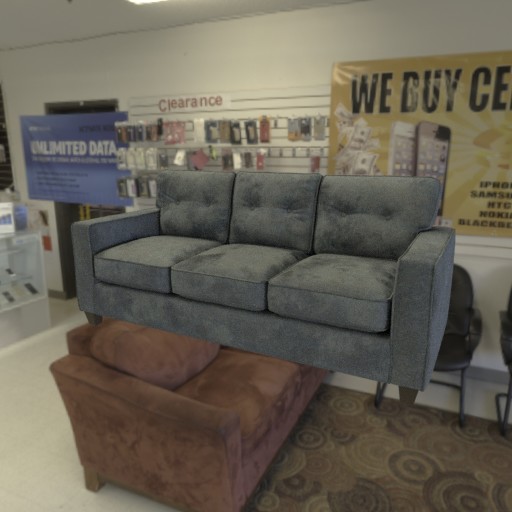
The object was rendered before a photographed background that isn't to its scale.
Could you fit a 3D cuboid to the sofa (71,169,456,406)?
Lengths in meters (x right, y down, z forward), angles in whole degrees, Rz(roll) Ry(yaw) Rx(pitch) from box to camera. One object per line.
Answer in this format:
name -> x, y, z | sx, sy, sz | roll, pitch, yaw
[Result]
sofa -> 0.000, 0.000, 2.658 | 2.133, 0.965, 0.939 | 7, 15, 27
